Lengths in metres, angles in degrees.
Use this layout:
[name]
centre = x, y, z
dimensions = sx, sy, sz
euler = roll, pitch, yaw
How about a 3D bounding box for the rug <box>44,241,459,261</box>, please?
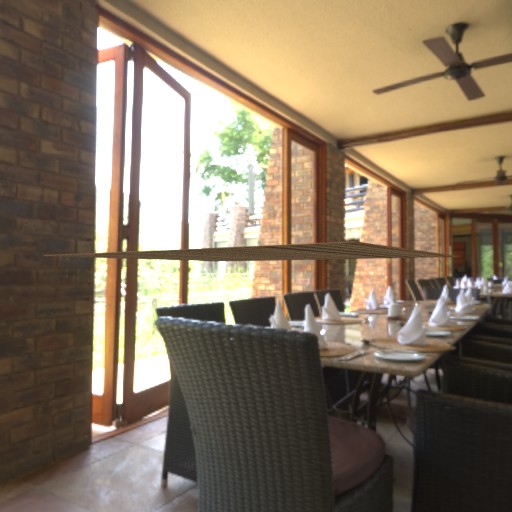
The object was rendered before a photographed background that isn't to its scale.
[rug]
centre = 0.000, 0.000, 4.144
dimensions = 3.045, 0.011, 2.436
euler = -2, -3, 36
